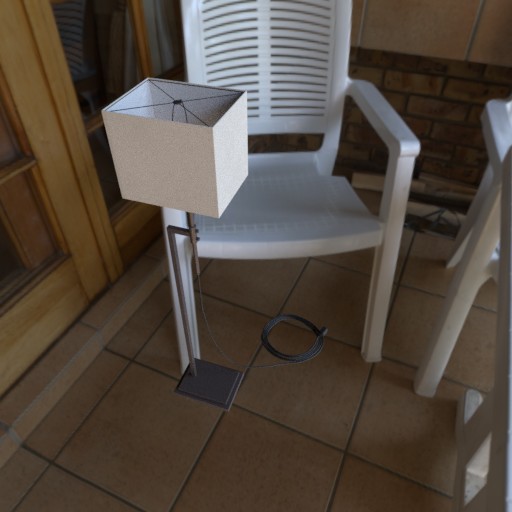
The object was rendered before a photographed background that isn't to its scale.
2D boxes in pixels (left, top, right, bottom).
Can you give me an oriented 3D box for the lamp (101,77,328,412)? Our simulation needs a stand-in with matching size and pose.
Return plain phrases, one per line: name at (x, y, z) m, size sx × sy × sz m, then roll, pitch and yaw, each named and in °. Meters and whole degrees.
lamp at (0.000, 0.000, 2.021) m, size 0.698 × 1.600 × 0.774 m, roll 13°, pitch 43°, yaw 14°
